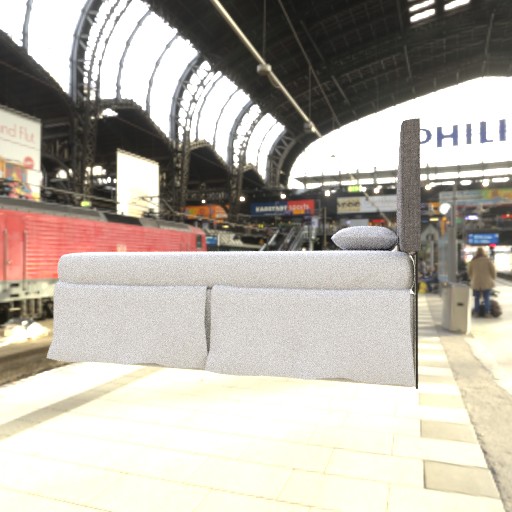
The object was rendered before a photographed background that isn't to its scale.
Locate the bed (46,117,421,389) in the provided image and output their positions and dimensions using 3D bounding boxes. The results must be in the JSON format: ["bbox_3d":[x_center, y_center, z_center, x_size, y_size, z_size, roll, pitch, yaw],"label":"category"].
[{"bbox_3d":[0.000,0.000,2.930,1.958,1.168,1.621,0,-1,17],"label":"bed"}]
